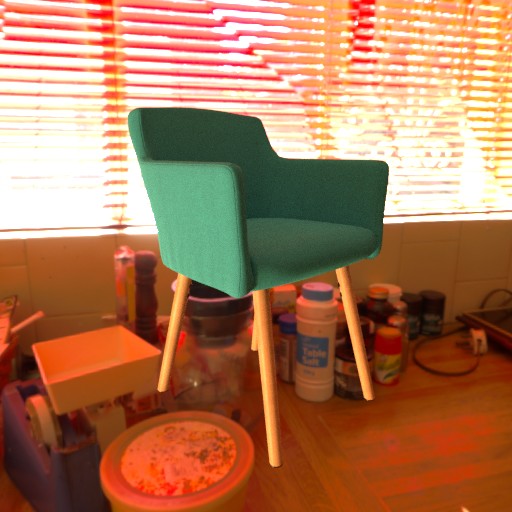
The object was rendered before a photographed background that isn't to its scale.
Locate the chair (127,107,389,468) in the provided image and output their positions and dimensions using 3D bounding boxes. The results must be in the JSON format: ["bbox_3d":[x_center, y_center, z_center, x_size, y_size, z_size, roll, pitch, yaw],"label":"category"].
[{"bbox_3d":[0.000,0.000,1.180,0.570,0.780,0.540,-13,18,-44],"label":"chair"}]
